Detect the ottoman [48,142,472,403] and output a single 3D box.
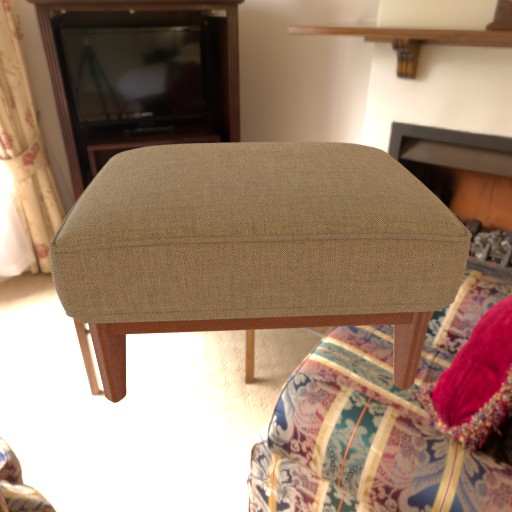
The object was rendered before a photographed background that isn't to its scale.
[{"bbox_3d":[0.000,0.000,1.066,0.750,0.458,0.555,-2,29,-3],"label":"ottoman"}]
